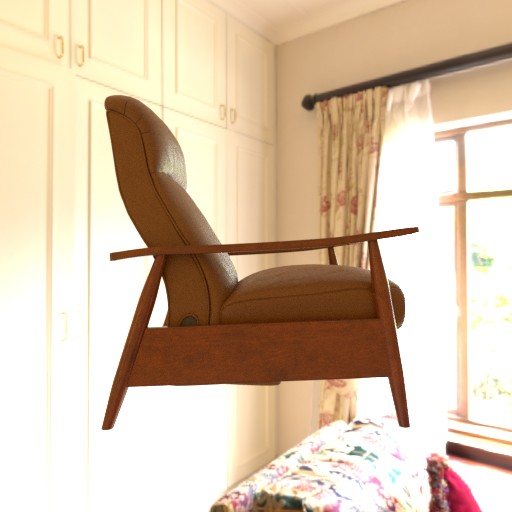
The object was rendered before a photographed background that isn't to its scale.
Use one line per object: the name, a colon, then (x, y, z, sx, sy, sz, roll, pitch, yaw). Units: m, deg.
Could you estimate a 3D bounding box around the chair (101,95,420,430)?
chair: (0.000, 0.000, 1.748, 1.014, 1.082, 0.762, 0, -1, -1)
